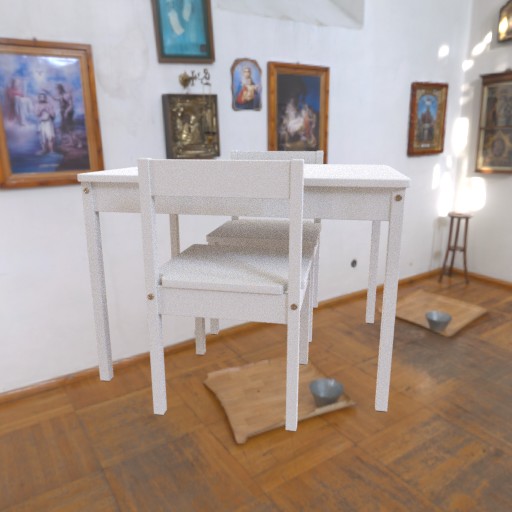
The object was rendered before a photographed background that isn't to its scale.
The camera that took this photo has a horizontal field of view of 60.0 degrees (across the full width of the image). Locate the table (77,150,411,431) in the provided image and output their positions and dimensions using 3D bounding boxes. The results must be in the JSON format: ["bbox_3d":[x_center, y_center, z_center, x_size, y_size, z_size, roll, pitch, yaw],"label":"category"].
[{"bbox_3d":[0.000,0.000,1.115,0.650,0.503,0.672,3,15,11],"label":"table"}]
